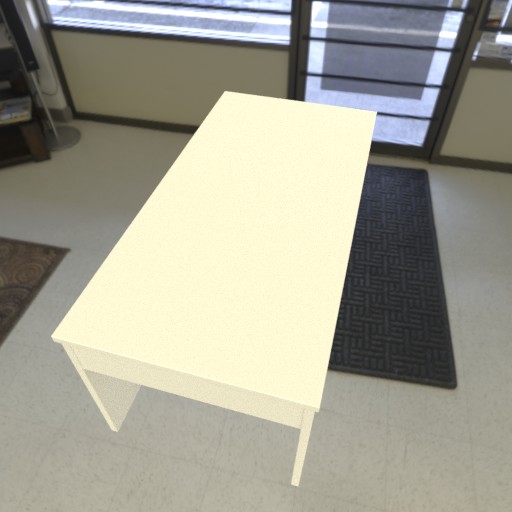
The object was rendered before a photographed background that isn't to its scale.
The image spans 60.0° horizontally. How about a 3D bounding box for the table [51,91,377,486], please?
[{"bbox_3d":[0.000,0.000,1.257,0.500,0.440,1.000,12,48,11],"label":"table"}]
